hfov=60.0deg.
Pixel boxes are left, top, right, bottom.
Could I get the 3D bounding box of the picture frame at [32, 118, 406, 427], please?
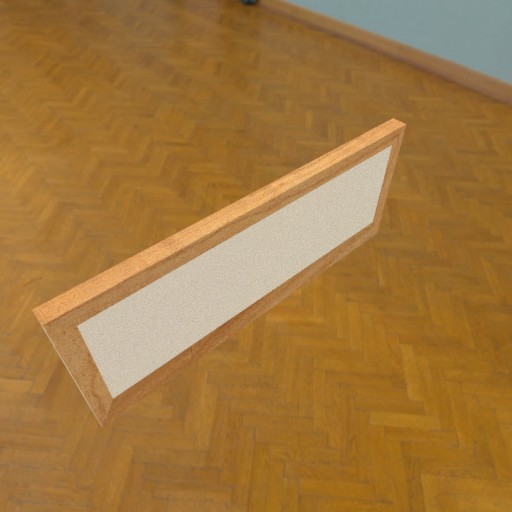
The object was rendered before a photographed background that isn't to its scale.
[{"bbox_3d":[0.000,0.000,0.655,0.582,0.234,0.045,-32,54,-27],"label":"picture frame"}]
